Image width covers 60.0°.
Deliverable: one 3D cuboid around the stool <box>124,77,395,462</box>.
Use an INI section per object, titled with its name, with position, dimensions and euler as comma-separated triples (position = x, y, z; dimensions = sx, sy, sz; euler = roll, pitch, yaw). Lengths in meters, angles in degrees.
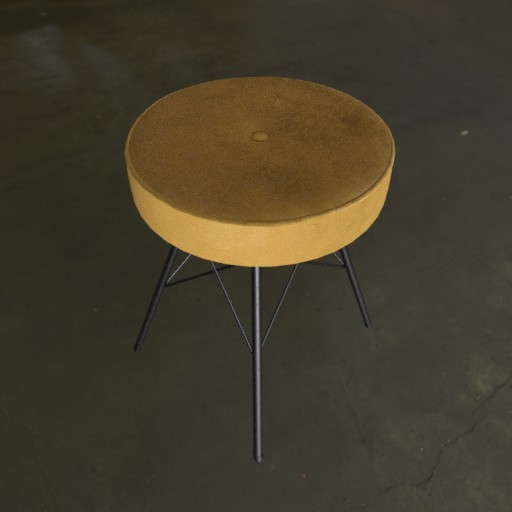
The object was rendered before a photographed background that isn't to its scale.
[stool]
position = 0.000, 0.000, 0.911
dimensions = 0.438, 0.595, 0.472
euler = 34, 55, 28
